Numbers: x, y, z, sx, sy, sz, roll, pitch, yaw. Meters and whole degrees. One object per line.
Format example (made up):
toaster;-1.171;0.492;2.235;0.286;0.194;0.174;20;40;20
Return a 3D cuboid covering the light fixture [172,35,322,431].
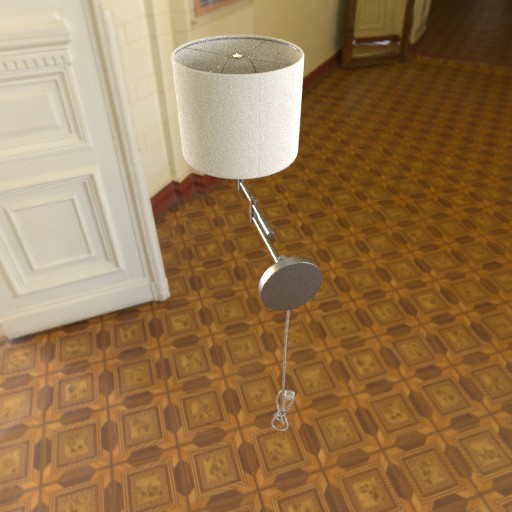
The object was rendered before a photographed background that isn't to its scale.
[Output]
light fixture;0.000;0.000;1.040;0.253;0.842;0.479;-12;42;-13
